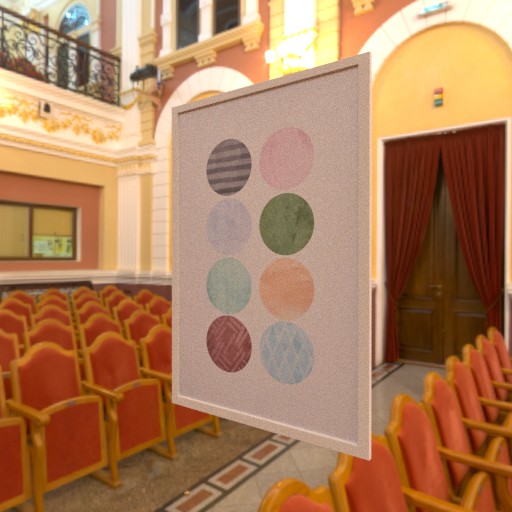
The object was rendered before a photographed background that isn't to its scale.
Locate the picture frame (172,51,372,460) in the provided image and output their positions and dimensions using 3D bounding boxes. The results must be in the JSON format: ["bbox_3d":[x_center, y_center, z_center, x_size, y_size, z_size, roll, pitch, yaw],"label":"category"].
[{"bbox_3d":[0.000,0.000,1.219,0.659,0.940,0.013,0,0,37],"label":"picture frame"}]
